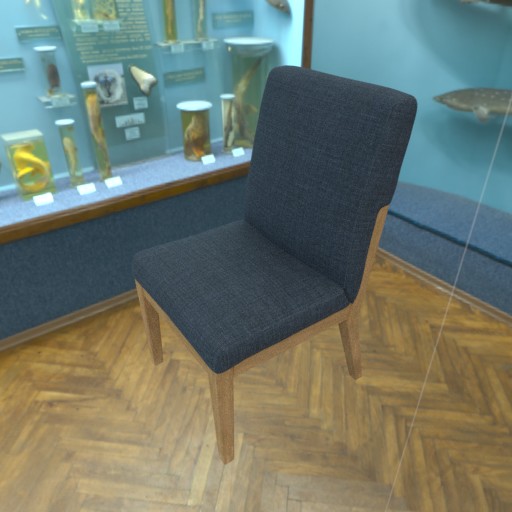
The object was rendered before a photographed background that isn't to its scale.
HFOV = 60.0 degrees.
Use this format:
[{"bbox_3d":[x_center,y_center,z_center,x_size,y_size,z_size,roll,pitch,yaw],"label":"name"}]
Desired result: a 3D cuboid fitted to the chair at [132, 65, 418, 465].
[{"bbox_3d":[0.000,0.000,1.265,0.586,0.911,0.507,-21,39,-29],"label":"chair"}]
